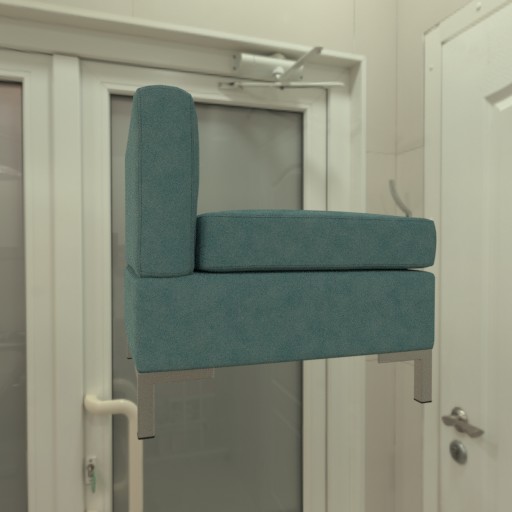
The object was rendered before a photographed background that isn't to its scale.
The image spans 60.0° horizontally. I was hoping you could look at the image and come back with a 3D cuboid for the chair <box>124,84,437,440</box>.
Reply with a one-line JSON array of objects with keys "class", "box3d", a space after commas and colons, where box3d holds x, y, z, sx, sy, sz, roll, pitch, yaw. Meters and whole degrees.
[{"class": "chair", "box3d": [0.000, 0.000, 1.212, 0.685, 0.660, 0.684, 0, 1, -18]}]
